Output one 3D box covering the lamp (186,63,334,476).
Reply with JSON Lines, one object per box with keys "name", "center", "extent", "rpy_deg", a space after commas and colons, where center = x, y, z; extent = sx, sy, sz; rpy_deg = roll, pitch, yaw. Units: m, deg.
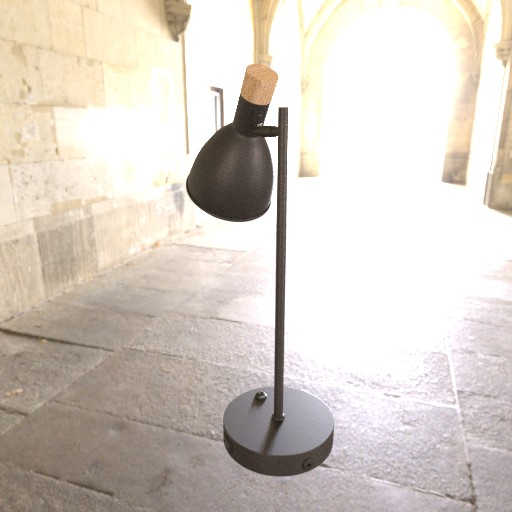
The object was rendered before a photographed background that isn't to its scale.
{"name": "lamp", "center": [0.000, 0.000, 0.601], "extent": [0.152, 0.483, 0.287], "rpy_deg": [-8, 18, -25]}
